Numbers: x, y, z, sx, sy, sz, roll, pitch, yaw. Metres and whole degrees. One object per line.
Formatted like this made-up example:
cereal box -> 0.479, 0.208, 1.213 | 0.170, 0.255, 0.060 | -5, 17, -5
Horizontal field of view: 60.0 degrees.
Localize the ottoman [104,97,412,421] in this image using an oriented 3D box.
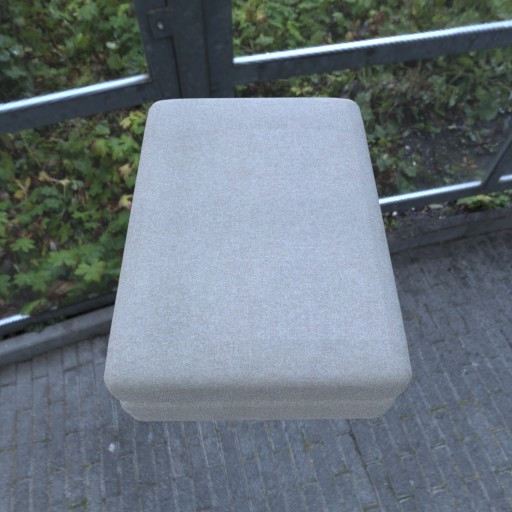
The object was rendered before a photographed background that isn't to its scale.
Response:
ottoman -> 0.000, 0.000, 1.207 | 0.610, 0.478, 0.823 | -1, 58, 0
